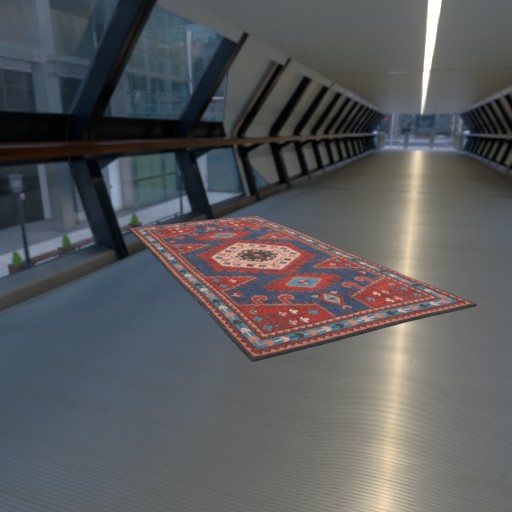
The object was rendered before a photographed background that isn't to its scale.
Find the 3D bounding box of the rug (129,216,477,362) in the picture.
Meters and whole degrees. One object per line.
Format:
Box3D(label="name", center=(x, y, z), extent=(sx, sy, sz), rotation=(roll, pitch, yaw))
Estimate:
Box3D(label="rug", center=(0.000, 0.000, 3.682), extent=(1.522, 0.034, 3.032), rotation=(-8, 18, -25))
